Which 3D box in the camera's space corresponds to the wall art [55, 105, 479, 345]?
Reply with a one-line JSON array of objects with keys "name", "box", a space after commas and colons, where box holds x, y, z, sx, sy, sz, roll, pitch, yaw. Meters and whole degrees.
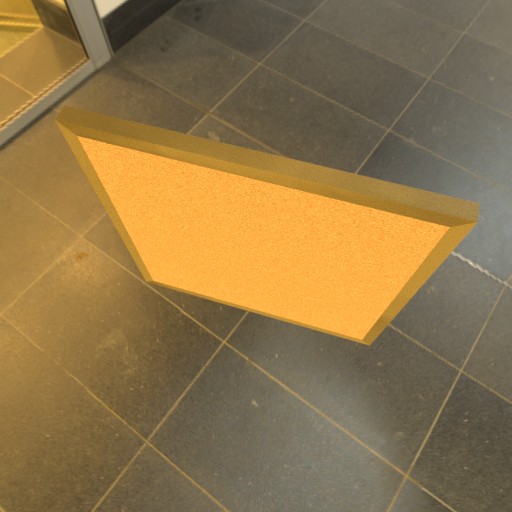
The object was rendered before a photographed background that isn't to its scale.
[{"name": "wall art", "box": [0.000, 0.000, 1.117, 0.762, 0.762, 0.038, 15, 65, 7]}]
